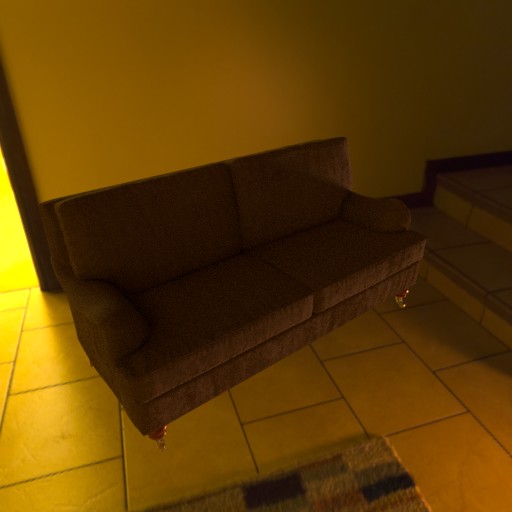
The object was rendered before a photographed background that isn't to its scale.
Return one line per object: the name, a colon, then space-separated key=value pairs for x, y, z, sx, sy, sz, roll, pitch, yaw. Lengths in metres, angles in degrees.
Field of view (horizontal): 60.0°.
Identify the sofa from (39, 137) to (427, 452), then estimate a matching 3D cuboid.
sofa: x=0.000 y=0.000 z=2.736 sx=2.165 sy=1.087 sz=1.086 roll=-21 pitch=36 yaw=-32
